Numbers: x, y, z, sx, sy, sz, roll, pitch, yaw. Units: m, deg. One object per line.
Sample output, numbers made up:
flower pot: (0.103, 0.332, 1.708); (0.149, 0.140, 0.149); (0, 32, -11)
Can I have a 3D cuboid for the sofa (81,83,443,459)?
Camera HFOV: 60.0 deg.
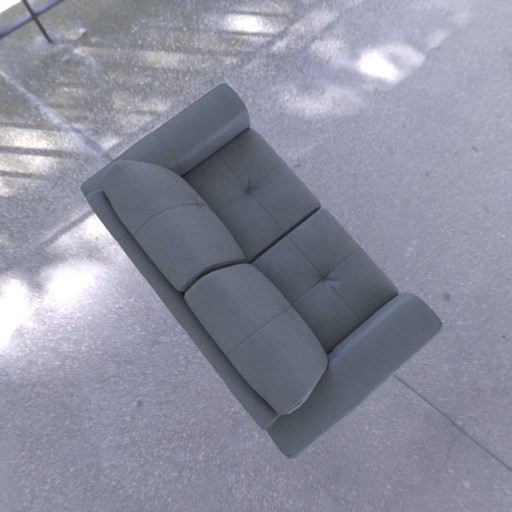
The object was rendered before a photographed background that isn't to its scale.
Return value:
sofa: (0.000, 0.000, 2.353); (1.018, 0.907, 1.806); (-38, 79, -8)
